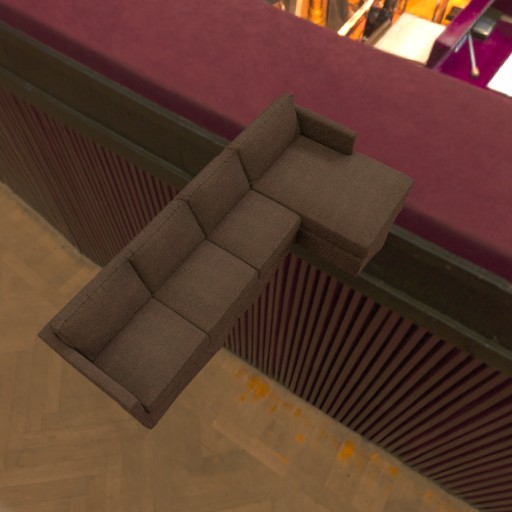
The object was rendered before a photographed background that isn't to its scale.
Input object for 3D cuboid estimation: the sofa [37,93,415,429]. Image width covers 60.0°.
[{"bbox_3d":[0.000,0.000,3.860,1.650,0.922,3.205,31,63,17],"label":"sofa"}]
